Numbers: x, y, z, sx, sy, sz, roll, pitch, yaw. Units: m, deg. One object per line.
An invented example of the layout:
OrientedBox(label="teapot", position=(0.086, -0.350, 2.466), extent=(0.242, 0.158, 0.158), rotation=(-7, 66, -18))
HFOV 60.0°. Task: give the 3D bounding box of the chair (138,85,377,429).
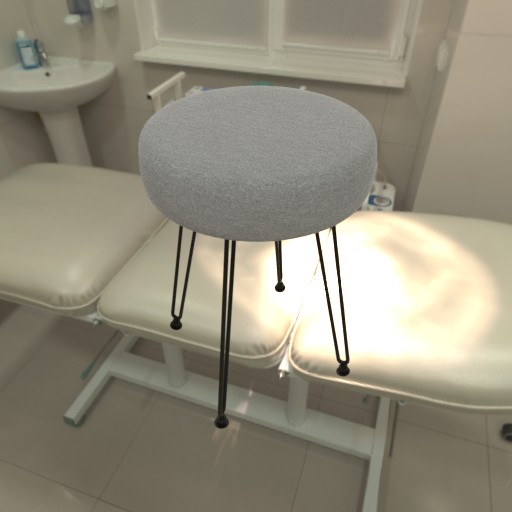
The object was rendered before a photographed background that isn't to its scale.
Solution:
OrientedBox(label="chair", position=(0.000, 0.000, 0.685), extent=(0.350, 0.440, 0.350), rotation=(12, 41, 14))
